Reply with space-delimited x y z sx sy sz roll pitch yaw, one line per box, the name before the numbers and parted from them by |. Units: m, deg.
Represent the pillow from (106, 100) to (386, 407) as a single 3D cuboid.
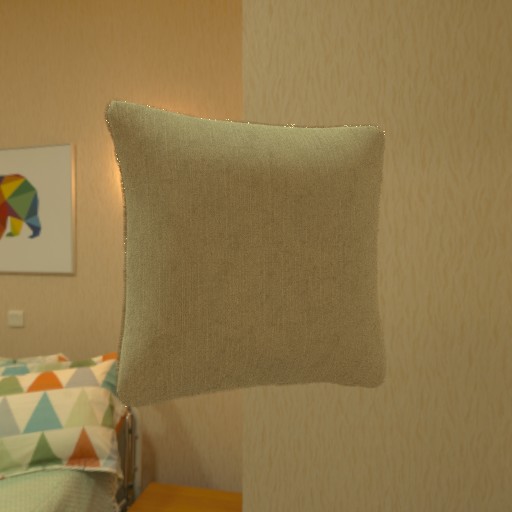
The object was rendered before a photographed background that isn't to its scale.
pillow | 0.000 0.000 0.832 0.538 0.525 0.216 0 1 -18
